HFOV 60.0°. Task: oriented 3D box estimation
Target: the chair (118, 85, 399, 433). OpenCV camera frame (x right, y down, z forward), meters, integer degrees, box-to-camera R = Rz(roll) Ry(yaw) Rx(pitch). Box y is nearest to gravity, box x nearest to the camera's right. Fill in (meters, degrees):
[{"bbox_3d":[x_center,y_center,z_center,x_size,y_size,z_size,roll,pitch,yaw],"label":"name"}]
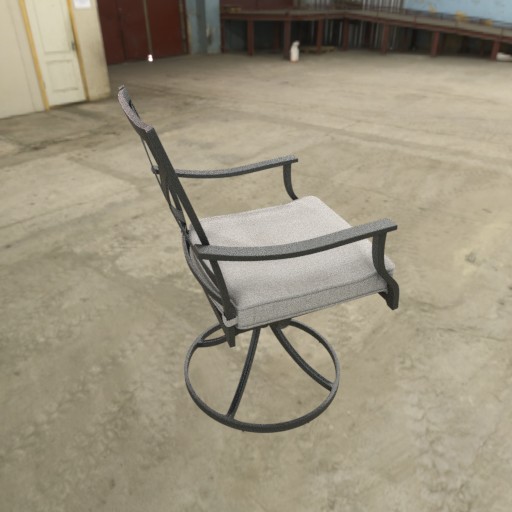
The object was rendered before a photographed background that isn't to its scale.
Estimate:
[{"bbox_3d":[0.000,0.000,1.275,0.620,0.889,0.575,-11,32,-18],"label":"chair"}]
